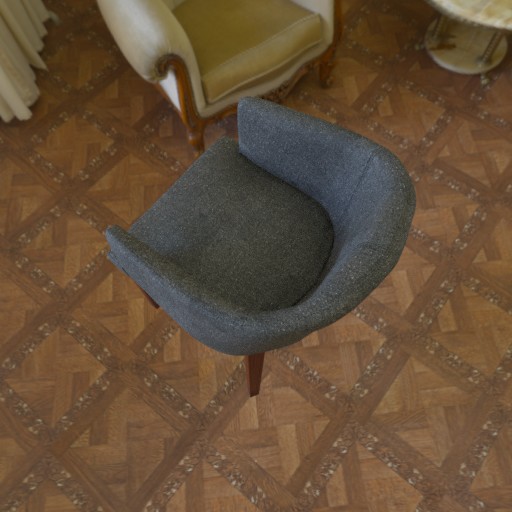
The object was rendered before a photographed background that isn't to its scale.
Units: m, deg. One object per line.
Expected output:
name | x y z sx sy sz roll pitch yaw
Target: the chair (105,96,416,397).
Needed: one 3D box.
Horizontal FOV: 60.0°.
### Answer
chair | 0.000 0.000 1.259 0.655 0.811 0.583 35 70 15
